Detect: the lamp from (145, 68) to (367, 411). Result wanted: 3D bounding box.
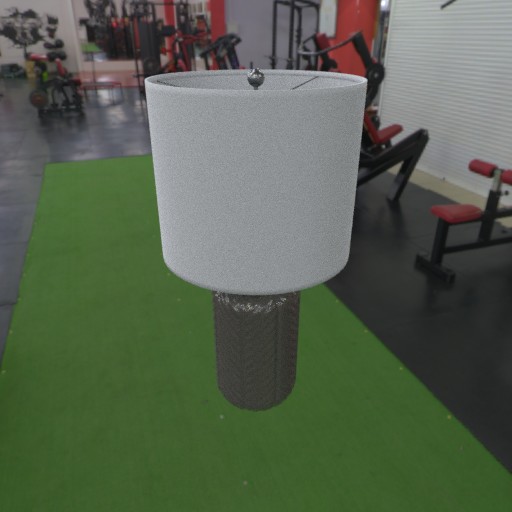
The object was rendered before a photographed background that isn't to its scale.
[{"bbox_3d":[0.000,0.000,0.498,0.203,0.389,0.203,-8,28,-16],"label":"lamp"}]
